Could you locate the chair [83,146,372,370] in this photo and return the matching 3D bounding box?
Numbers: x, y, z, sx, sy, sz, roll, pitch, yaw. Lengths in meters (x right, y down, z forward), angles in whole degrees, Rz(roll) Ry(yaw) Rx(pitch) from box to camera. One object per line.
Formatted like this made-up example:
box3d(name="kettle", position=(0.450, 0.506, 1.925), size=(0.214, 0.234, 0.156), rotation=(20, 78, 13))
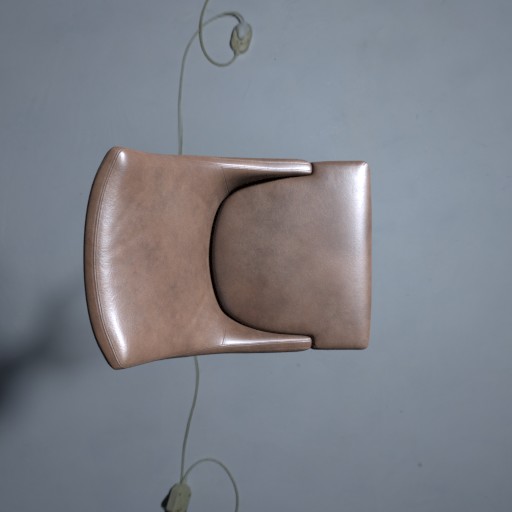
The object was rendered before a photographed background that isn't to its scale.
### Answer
box3d(name="chair", position=(0.000, 0.000, 1.518), size=(0.861, 0.909, 0.701), rotation=(0, 91, -1))
